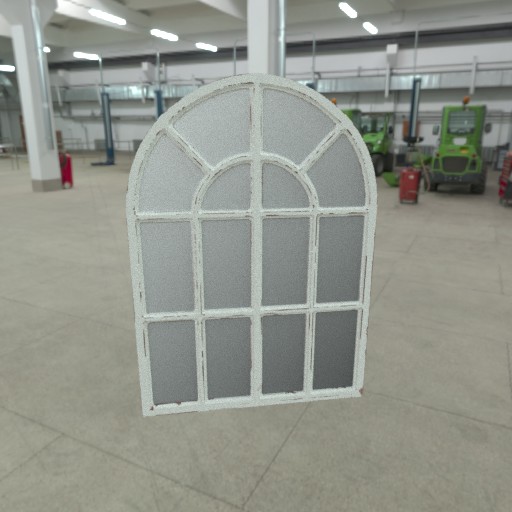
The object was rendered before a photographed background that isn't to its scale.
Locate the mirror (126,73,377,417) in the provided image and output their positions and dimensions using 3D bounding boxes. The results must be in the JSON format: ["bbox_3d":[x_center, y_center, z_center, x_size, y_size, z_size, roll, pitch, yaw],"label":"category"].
[{"bbox_3d":[0.000,0.000,1.203,0.660,0.920,0.032,-2,16,-8],"label":"mirror"}]
